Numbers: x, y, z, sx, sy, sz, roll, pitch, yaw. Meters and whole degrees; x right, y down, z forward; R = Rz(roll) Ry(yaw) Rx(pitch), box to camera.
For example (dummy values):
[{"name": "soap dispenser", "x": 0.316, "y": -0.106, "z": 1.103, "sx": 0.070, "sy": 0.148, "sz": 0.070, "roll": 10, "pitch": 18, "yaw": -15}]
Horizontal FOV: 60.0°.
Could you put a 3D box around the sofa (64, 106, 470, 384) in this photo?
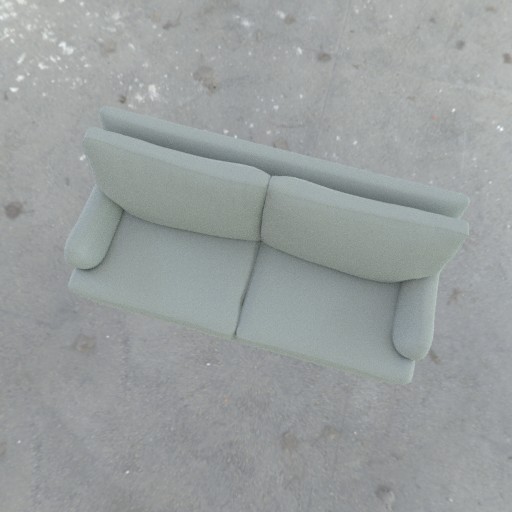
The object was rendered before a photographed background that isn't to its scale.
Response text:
[{"name": "sofa", "x": 0.000, "y": 0.000, "z": 2.769, "sx": 2.193, "sy": 1.096, "sz": 1.069, "roll": 15, "pitch": 76, "yaw": 4}]
